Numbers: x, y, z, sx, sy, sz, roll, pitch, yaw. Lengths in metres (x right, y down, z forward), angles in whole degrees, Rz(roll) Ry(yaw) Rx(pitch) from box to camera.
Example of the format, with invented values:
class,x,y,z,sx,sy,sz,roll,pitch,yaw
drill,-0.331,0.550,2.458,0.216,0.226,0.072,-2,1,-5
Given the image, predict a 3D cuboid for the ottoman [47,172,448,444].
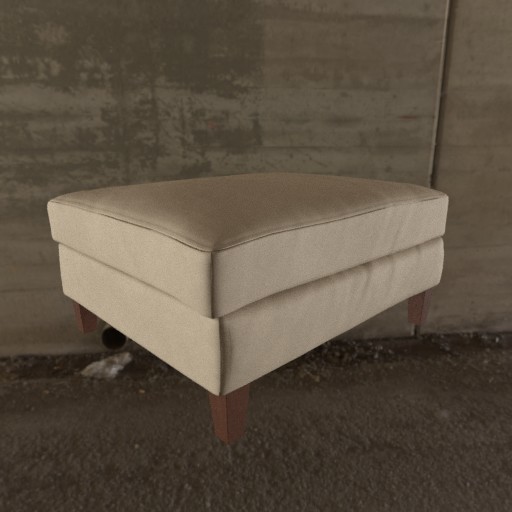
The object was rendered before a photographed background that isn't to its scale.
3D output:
class,x,y,z,sx,sy,sz,roll,pitch,yaw
ottoman,0.000,0.000,1.434,1.002,0.492,0.836,-15,22,-41
